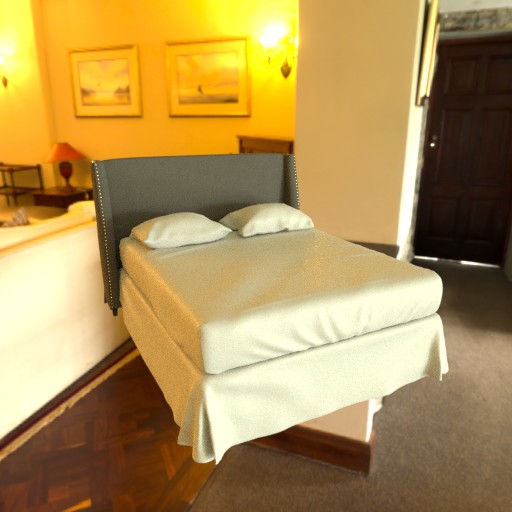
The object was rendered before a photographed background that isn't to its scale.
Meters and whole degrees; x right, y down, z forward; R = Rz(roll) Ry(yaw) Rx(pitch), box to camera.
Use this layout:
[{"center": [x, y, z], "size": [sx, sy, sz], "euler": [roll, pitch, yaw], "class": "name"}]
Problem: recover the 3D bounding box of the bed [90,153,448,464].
[{"center": [0.000, 0.000, 3.281], "size": [1.925, 1.332, 2.276], "euler": [-9, 19, -26], "class": "bed"}]
